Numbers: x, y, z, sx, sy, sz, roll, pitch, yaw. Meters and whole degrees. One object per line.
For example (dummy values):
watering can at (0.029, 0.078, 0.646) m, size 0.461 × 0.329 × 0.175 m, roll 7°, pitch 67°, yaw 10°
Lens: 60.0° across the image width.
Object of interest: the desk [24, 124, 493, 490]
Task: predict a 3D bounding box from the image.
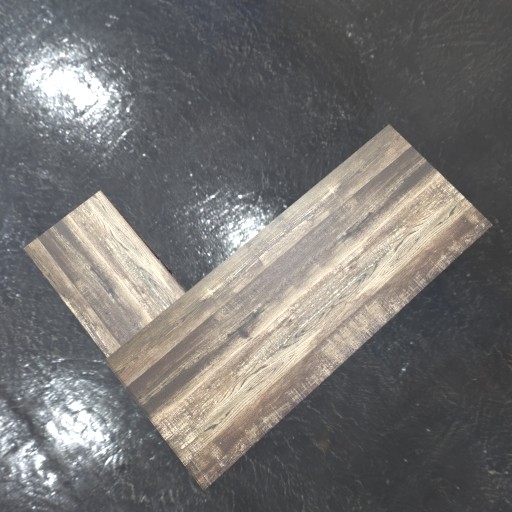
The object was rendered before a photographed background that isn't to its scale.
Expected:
desk at (0.000, 0.000, 2.170) m, size 1.524 × 0.753 × 1.200 m, roll -40°, pitch 80°, yaw -9°
